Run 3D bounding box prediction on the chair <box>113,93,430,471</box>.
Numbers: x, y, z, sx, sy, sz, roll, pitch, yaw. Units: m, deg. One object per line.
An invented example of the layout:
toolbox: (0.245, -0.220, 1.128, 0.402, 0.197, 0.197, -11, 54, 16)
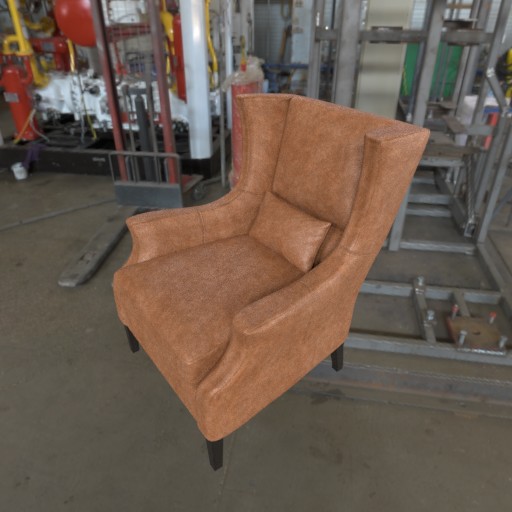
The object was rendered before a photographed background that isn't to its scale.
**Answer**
chair: (0.000, 0.000, 1.674, 0.926, 1.016, 0.853, -21, 37, -30)
